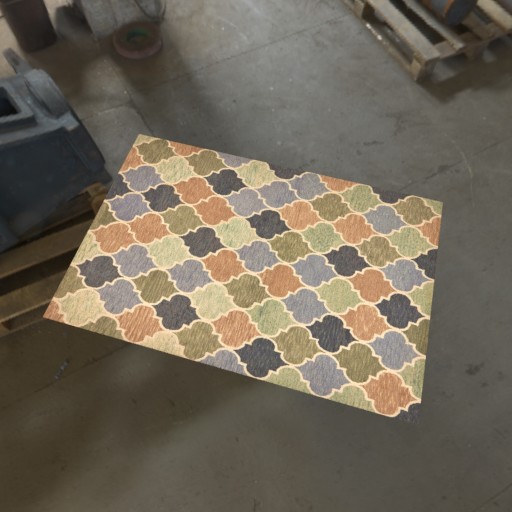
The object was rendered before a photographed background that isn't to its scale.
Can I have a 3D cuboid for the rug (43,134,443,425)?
[{"bbox_3d":[0.000,0.000,2.329,1.828,0.006,1.216,14,64,7],"label":"rug"}]
